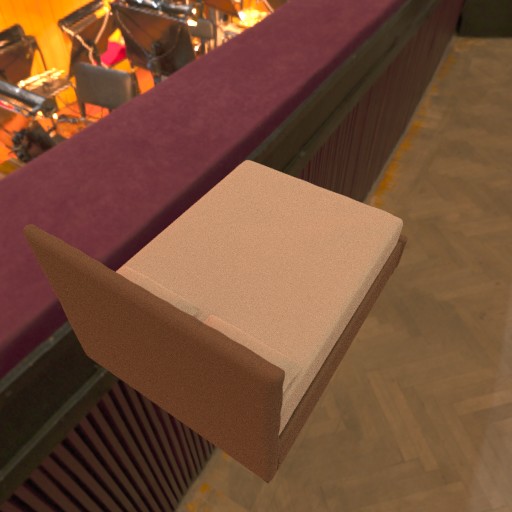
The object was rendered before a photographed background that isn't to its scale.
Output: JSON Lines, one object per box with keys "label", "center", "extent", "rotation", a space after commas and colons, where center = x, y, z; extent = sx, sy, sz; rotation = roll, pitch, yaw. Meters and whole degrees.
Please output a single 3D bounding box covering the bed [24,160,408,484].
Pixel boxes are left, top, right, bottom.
{"label": "bed", "center": [0.000, 0.000, 3.283], "extent": [1.696, 1.426, 2.233], "rotation": [26, 52, 22]}
